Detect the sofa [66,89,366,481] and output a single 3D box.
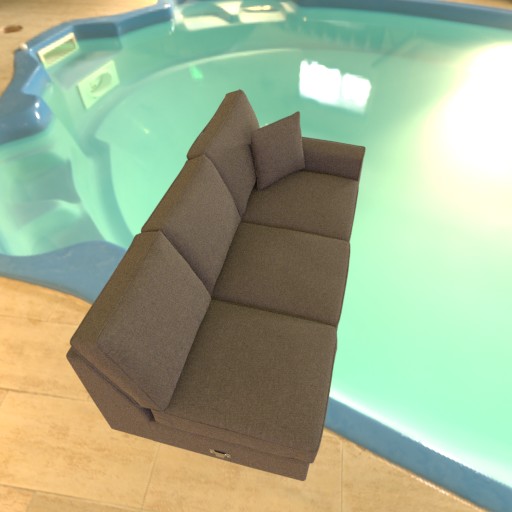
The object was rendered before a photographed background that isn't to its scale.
[{"bbox_3d":[0.000,0.000,2.462,1.034,0.946,1.963,11,48,10],"label":"sofa"}]
